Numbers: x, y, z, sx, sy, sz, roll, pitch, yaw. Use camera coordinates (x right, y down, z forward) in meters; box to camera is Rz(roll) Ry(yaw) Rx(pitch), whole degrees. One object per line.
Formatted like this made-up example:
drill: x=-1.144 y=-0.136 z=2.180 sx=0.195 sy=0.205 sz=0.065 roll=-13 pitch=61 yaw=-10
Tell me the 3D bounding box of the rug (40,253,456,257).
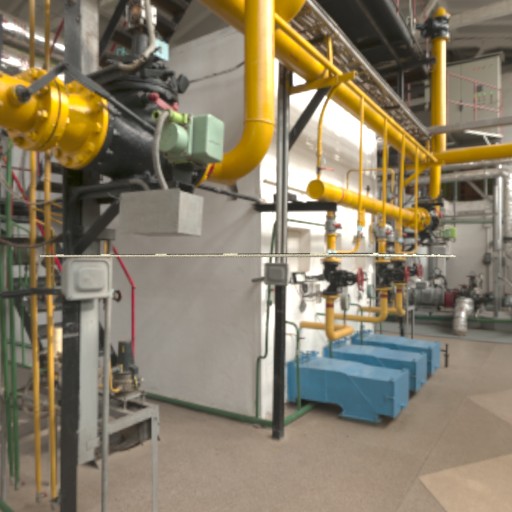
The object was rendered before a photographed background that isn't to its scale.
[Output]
rug: x=0.000 y=0.000 z=4.166 sx=3.049 sy=0.021 sz=2.466 roll=0 pitch=0 yaw=34
